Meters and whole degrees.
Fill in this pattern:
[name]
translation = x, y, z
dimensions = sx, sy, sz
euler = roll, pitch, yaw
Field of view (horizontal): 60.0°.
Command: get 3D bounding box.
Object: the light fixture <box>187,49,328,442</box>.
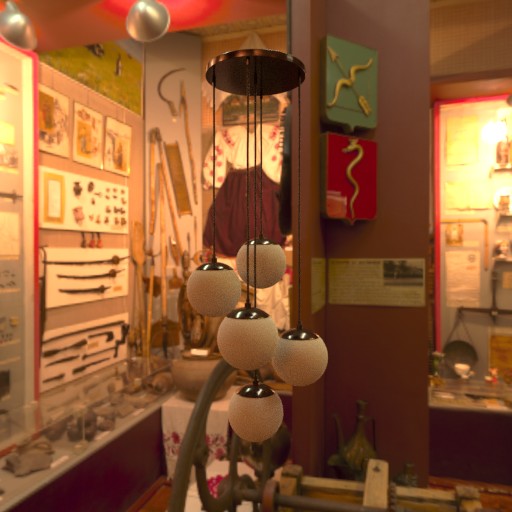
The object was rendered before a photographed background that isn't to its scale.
[light fixture]
translation = 0.000, 0.000, 1.528
dimensions = 0.484, 1.271, 0.489
euler = 0, 0, 18
